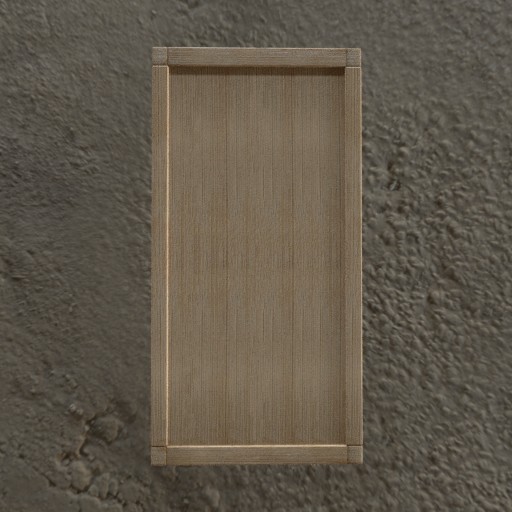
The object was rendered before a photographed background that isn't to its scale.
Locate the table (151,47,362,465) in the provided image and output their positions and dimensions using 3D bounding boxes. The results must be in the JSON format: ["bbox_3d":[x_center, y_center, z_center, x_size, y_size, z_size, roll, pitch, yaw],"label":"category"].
[{"bbox_3d":[0.000,0.000,1.616,0.660,0.457,1.321,0,89,-1],"label":"table"}]
